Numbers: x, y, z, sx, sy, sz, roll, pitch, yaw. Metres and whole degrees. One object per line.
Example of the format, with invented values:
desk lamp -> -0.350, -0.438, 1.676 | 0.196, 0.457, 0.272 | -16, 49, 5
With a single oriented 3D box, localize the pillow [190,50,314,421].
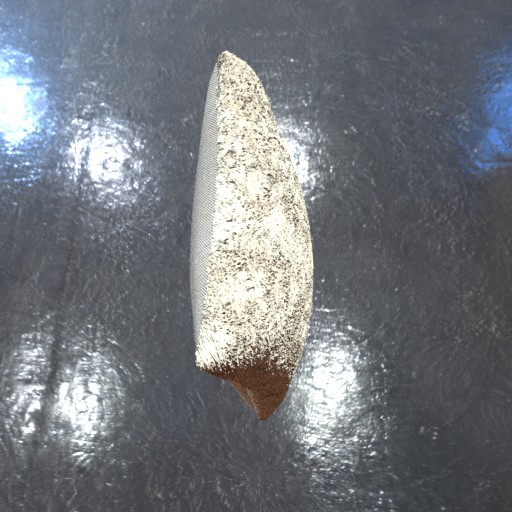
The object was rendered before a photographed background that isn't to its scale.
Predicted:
pillow -> 0.000, 0.000, 0.824 | 0.218, 0.515, 0.529 | 0, 63, 0
